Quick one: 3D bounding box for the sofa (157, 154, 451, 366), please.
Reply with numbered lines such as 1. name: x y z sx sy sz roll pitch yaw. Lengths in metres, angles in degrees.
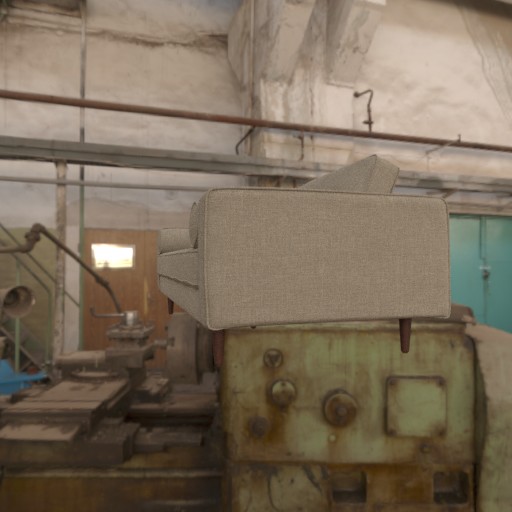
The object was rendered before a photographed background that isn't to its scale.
1. sofa: 0.000 0.000 2.338 0.914 0.762 1.879 0 -1 -17
